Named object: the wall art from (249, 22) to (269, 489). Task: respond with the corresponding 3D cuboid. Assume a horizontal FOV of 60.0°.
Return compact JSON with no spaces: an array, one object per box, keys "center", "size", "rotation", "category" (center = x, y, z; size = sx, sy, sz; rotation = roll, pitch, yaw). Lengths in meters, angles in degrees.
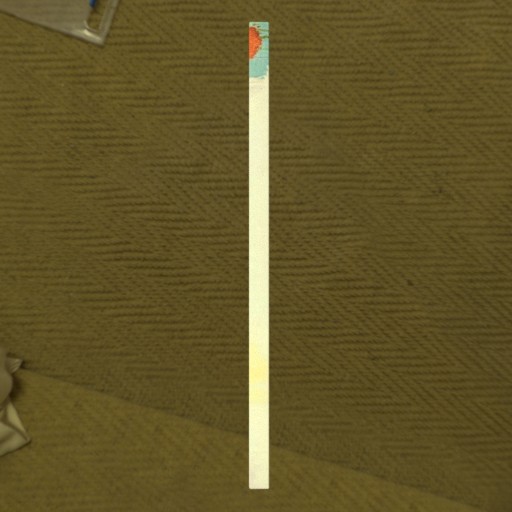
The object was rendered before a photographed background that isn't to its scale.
[{"center":[0.000,0.000,1.471],"size":[0.044,1.017,1.017],"rotation":[0,90,-1],"category":"wall art"}]
